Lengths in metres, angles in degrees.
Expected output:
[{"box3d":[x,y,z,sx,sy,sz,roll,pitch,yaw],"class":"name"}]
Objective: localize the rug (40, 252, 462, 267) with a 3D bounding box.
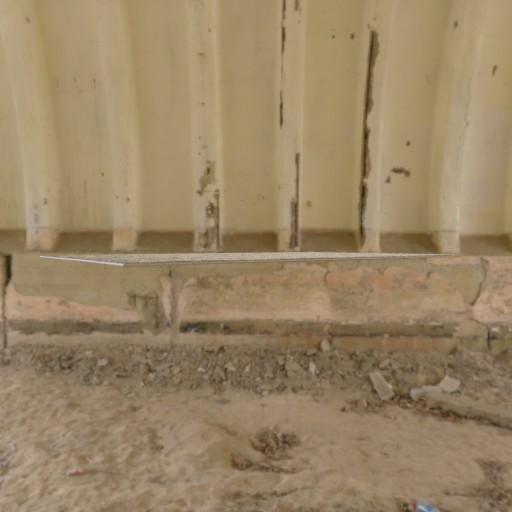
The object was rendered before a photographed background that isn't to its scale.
[{"box3d":[0.000,0.000,3.448,2.746,0.018,1.819,-1,2,-36],"class":"rug"}]
